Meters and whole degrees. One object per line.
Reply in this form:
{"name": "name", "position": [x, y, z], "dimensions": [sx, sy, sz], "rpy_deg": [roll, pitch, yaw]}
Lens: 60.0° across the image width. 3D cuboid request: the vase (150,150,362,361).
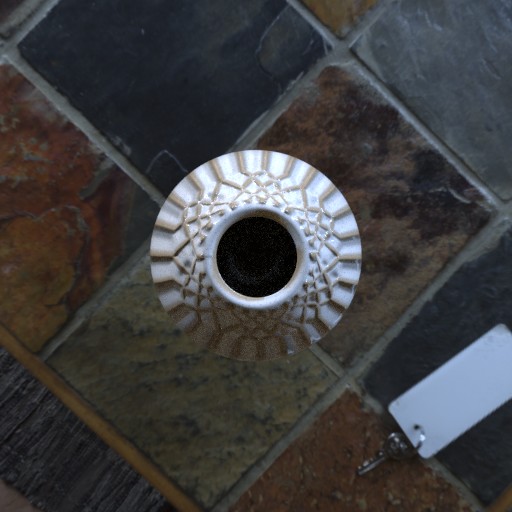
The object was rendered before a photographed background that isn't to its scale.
{"name": "vase", "position": [0.000, 0.000, 0.317], "dimensions": [0.159, 0.200, 0.159], "rpy_deg": [0, 90, 0]}
